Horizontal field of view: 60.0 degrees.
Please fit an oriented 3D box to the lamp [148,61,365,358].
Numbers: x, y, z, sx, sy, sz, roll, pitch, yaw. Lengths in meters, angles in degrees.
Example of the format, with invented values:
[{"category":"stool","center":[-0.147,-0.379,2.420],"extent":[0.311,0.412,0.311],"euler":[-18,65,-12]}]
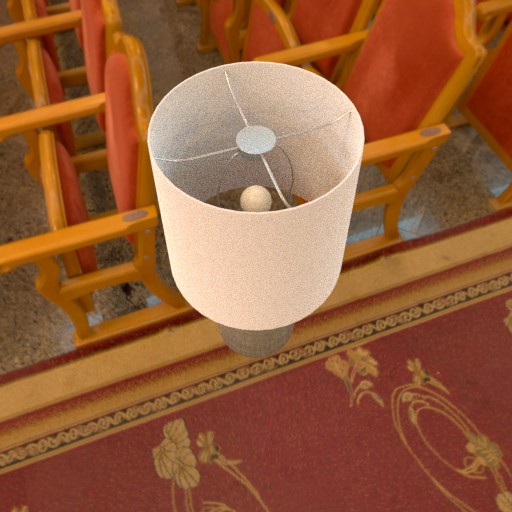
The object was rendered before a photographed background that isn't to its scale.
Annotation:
[{"category":"lamp","center":[0.000,0.000,0.494],"extent":[0.186,0.369,0.186],"euler":[0,58,0]}]
